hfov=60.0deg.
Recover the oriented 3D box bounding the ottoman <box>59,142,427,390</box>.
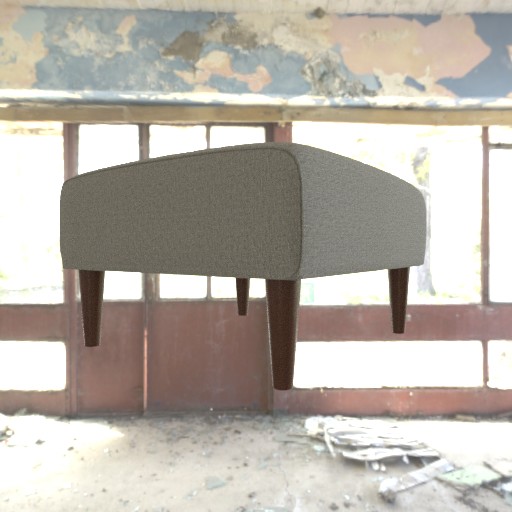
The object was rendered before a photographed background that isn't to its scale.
[{"bbox_3d":[0.000,0.000,1.064,0.648,0.399,0.655,1,1,36],"label":"ottoman"}]
